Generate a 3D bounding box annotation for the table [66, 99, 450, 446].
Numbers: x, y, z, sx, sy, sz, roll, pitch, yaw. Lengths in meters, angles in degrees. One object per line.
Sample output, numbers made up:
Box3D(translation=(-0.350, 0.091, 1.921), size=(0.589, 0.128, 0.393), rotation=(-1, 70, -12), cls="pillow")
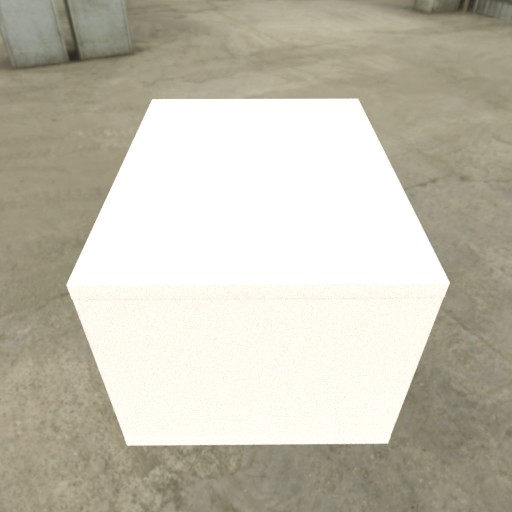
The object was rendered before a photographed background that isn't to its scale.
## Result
Box3D(translation=(0.000, 0.000, 0.771), size=(0.399, 0.357, 0.517), rotation=(0, 40, 0), cls="table")
